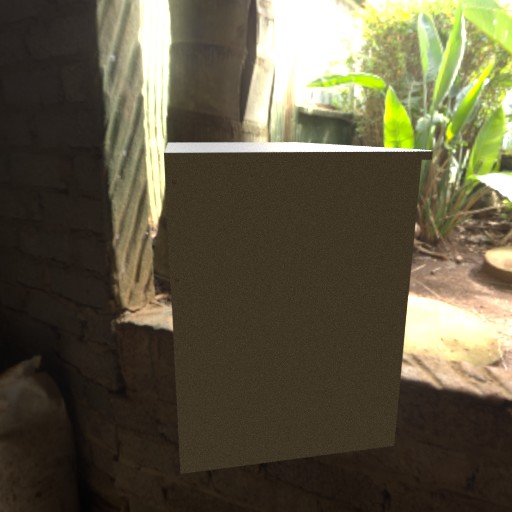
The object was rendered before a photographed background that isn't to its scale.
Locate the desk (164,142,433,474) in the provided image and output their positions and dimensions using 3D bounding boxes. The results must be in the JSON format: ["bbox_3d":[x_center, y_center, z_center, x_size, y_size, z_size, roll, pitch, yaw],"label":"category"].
[{"bbox_3d":[0.000,0.000,1.507,0.560,0.730,1.100,-3,16,-10],"label":"desk"}]
